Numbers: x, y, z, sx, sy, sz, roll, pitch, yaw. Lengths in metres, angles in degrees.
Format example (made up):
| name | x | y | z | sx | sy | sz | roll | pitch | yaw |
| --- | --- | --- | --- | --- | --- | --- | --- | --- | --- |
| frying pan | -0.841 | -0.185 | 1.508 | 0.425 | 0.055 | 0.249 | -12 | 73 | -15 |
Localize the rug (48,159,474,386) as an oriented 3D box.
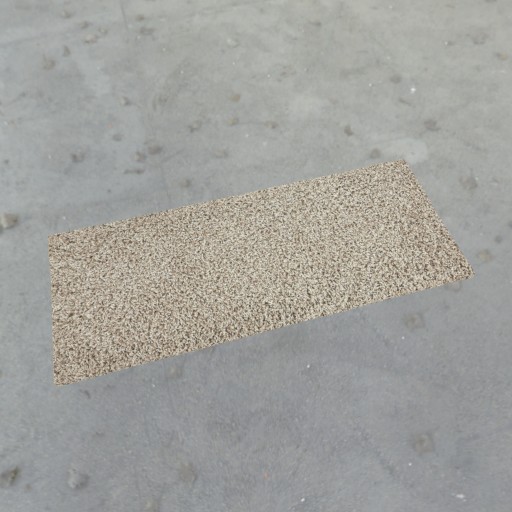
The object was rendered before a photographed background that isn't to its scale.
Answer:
| name | x | y | z | sx | sy | sz | roll | pitch | yaw |
| --- | --- | --- | --- | --- | --- | --- | --- | --- | --- |
| rug | 0.000 | 0.000 | 1.694 | 1.524 | 0.030 | 0.609 | -13 | 59 | -8 |
